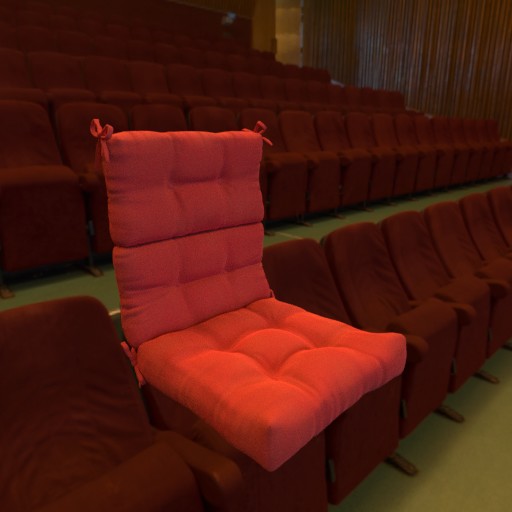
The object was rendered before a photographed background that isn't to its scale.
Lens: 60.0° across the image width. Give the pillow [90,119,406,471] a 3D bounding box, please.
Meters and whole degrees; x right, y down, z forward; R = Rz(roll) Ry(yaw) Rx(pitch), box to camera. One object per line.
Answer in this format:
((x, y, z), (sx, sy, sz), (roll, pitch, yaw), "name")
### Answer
((0.000, 0.000, 1.015), (0.519, 0.605, 0.571), (-15, 21, -43), "pillow")
